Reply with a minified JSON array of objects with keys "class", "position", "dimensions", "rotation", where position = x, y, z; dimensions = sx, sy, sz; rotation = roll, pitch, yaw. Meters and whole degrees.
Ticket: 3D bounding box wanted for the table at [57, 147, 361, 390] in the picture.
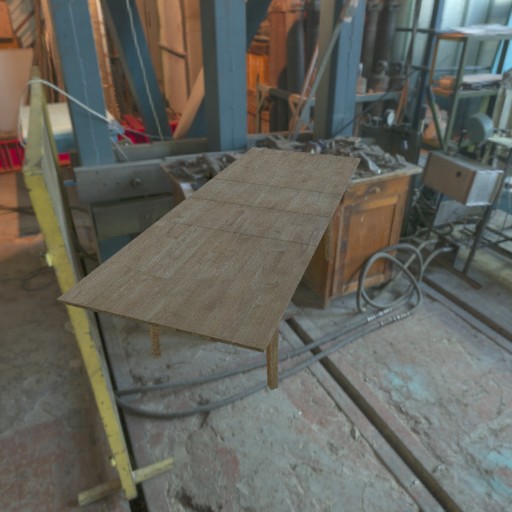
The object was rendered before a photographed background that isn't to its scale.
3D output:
[{"class":"table","position":[0.000,0.000,3.125],"dimensions":[1.000,0.752,2.603],"rotation":[10,31,17]}]
